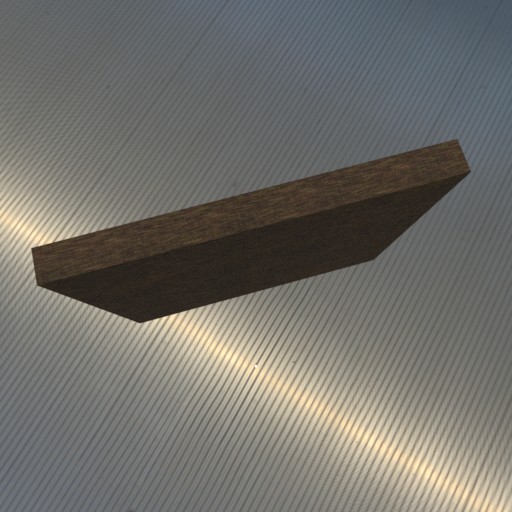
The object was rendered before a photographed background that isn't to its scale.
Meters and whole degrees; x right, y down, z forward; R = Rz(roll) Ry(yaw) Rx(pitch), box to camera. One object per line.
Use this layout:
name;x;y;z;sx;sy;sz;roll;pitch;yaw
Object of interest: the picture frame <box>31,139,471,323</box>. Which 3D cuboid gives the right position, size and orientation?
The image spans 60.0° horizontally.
picture frame;0.000;0.000;0.537;0.378;0.330;0.033;-15;77;-4
